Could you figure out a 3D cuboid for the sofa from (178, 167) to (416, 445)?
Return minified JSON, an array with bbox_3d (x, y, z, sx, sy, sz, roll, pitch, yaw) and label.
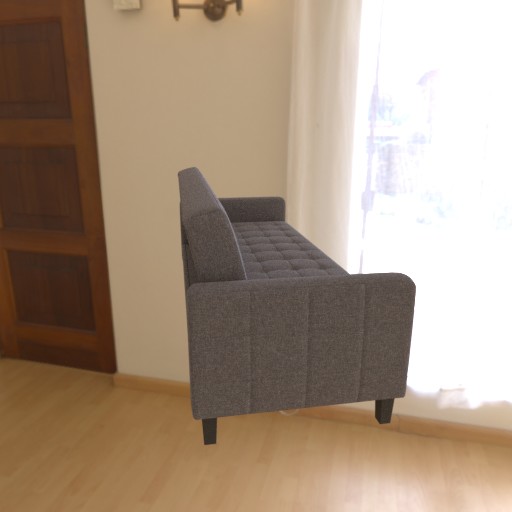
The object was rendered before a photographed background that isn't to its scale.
[{"bbox_3d":[0.000,0.000,2.458,0.810,0.850,2.040,-3,16,-10],"label":"sofa"}]
